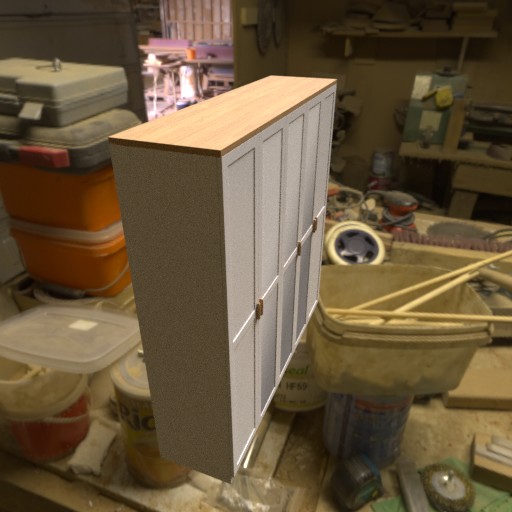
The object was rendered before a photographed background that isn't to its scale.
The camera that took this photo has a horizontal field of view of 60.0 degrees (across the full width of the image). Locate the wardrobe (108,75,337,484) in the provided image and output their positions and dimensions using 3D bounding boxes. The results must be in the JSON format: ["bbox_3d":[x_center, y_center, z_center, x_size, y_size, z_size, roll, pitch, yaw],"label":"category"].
[{"bbox_3d":[0.000,0.000,3.354,0.590,2.260,2.160,11,31,19],"label":"wardrobe"}]
